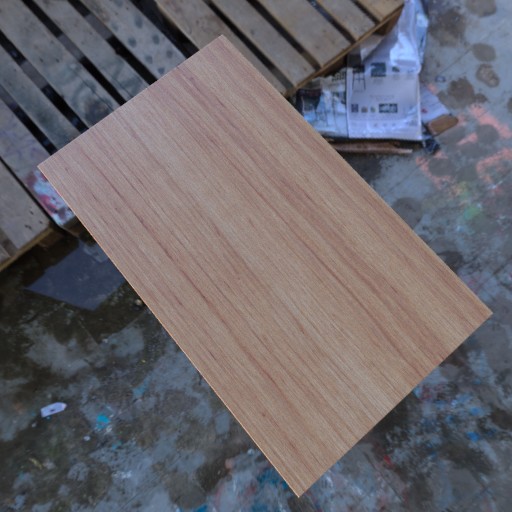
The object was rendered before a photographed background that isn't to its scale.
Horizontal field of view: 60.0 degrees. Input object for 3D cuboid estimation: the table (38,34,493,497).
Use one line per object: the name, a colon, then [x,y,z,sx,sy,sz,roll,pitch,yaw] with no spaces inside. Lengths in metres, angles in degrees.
table: [0.000,0.000,1.457,0.695,0.457,1.146,-39,79,-9]
